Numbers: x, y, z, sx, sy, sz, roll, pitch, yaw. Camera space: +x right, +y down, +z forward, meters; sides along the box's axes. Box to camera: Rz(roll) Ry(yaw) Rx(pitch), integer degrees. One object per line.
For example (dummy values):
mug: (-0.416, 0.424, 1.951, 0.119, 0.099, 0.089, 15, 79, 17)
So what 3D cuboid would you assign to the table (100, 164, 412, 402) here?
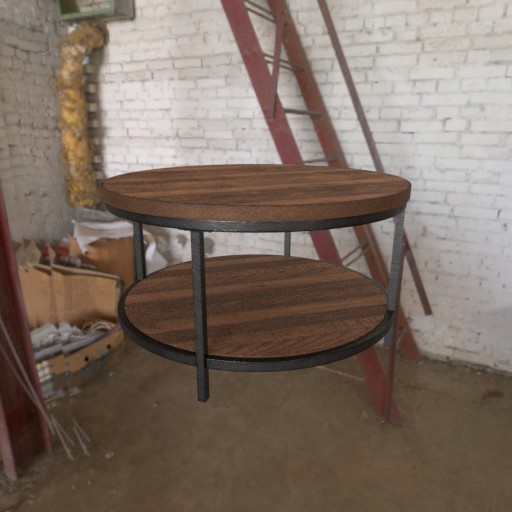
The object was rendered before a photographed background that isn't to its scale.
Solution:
table: (0.000, 0.000, 1.325, 0.837, 0.462, 0.837, 0, 17, 0)
